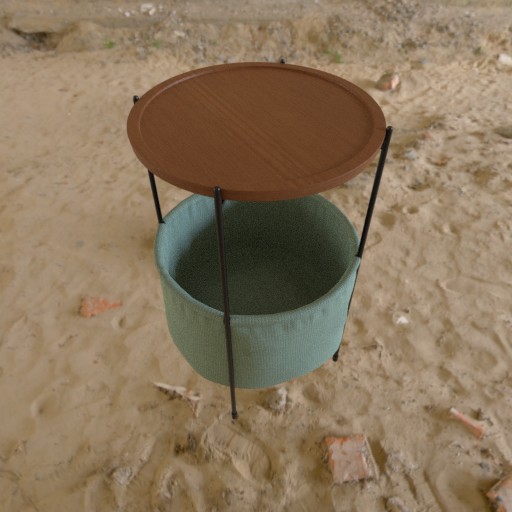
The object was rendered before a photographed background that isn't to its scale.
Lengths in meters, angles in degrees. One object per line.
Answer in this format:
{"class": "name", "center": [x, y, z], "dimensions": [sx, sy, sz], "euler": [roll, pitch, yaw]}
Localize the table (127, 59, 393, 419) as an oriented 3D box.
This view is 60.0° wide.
{"class": "table", "center": [0.000, 0.000, 0.890], "dimensions": [0.400, 0.623, 0.400], "euler": [-23, 50, -21]}
